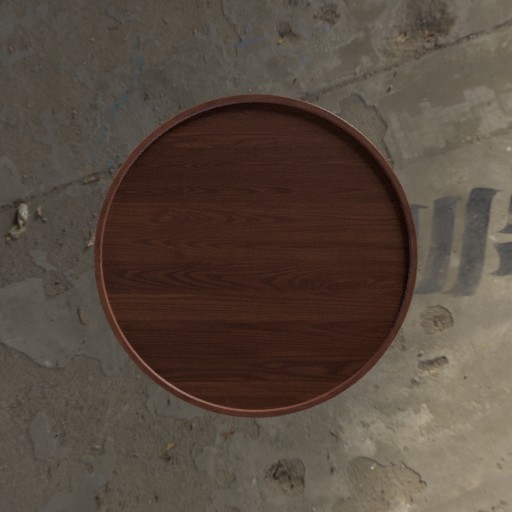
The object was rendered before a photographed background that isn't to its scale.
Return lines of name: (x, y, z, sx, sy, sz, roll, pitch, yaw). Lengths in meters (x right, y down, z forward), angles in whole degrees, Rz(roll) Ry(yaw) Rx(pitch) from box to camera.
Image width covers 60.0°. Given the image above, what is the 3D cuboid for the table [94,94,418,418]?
table: (0.000, 0.000, 1.274, 0.800, 0.360, 0.800, 0, 90, 0)
